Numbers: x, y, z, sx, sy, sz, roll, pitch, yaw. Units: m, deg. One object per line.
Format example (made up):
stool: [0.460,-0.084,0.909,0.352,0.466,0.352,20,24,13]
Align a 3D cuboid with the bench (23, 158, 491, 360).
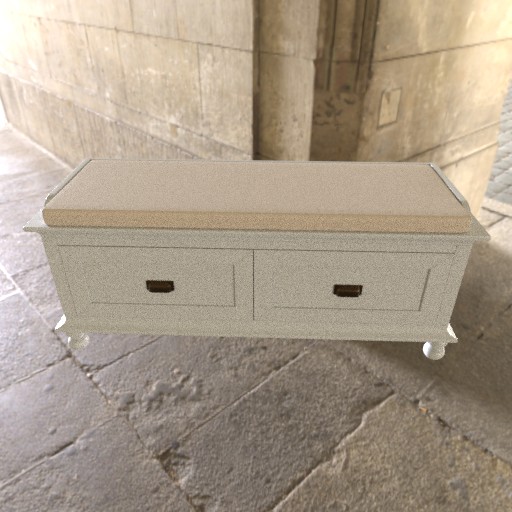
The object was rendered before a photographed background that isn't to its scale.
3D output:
bench: [0.000,0.000,1.391,1.185,0.486,0.402,1,32,2]
